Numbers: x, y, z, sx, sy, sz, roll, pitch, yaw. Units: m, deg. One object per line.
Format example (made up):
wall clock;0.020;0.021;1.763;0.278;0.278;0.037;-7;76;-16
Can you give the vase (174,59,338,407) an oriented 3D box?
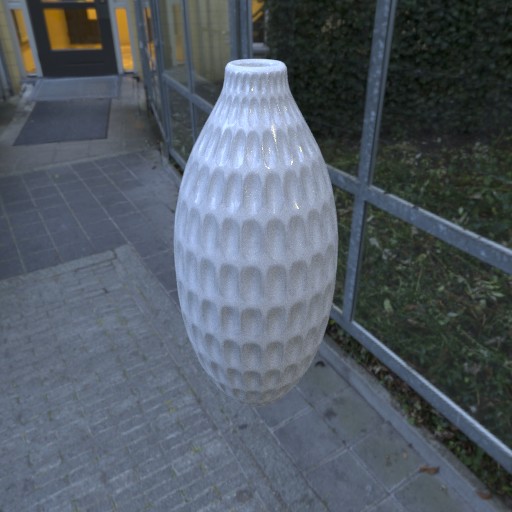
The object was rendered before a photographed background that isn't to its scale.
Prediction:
vase;0.000;0.000;0.350;0.127;0.282;0.127;0;31;0
